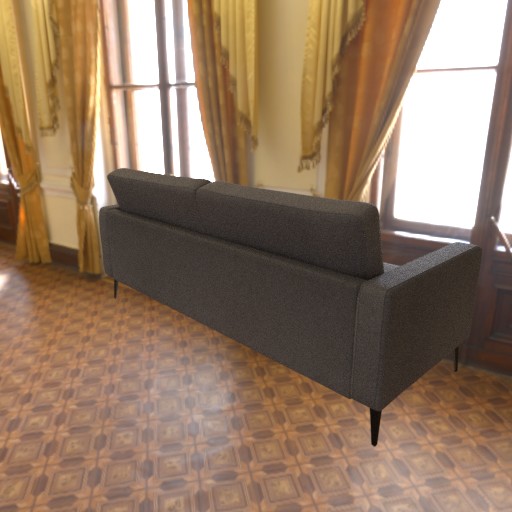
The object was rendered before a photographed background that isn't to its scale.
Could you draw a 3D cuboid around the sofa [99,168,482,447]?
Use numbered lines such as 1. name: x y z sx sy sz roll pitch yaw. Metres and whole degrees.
1. sofa: 0.000 0.000 2.279 0.774 0.828 1.925 -16 23 -42
